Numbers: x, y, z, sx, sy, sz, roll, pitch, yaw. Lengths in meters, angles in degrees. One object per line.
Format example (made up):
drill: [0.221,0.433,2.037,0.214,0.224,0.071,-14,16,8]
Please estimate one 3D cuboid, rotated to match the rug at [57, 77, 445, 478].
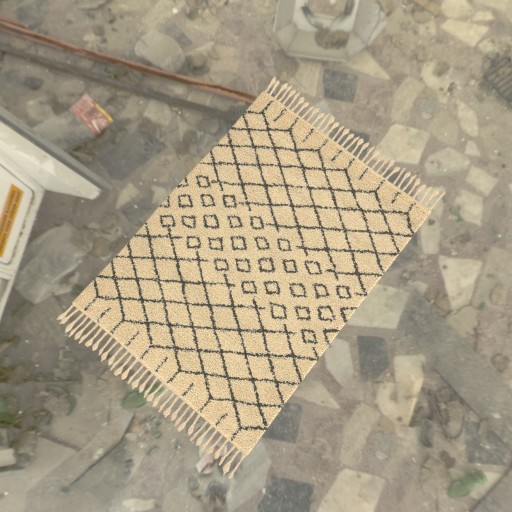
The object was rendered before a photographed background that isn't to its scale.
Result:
rug: [0.000,0.000,3.292,1.664,0.029,2.615,38,80,8]
